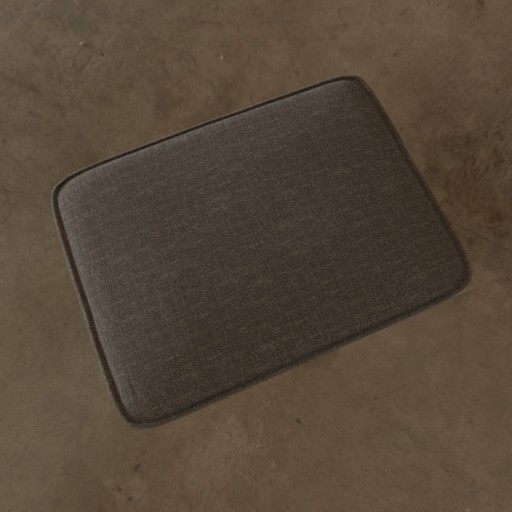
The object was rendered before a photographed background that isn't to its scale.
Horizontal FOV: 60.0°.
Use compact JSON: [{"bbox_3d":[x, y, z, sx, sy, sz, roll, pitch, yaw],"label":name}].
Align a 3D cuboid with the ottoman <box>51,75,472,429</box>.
[{"bbox_3d":[0.000,0.000,1.070,0.749,0.450,0.549,-22,76,-6],"label":"ottoman"}]
